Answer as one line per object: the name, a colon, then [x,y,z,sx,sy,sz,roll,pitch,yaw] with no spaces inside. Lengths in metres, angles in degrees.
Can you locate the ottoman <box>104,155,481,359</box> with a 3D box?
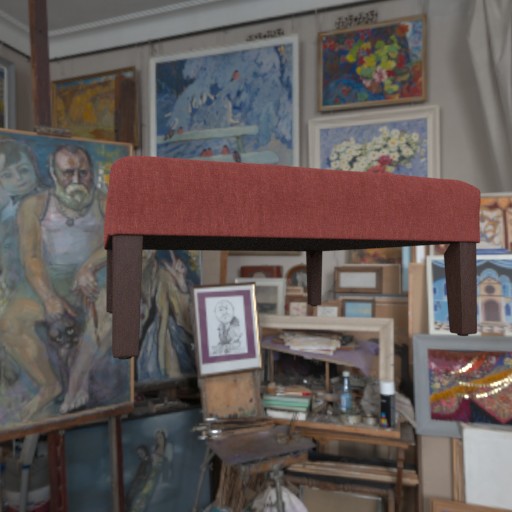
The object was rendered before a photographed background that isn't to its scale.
ottoman: [0.000,0.000,1.378,0.889,0.411,0.890,0,-1,-19]
